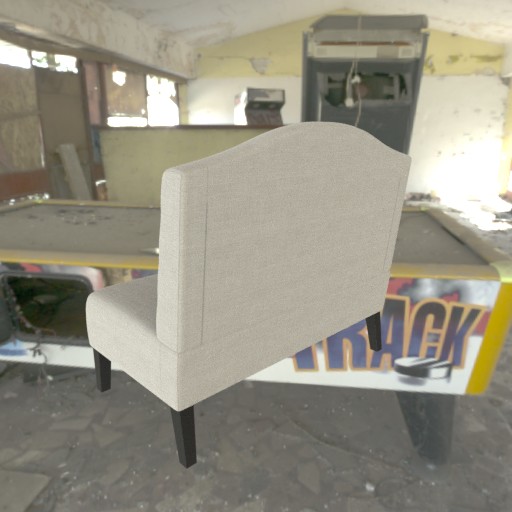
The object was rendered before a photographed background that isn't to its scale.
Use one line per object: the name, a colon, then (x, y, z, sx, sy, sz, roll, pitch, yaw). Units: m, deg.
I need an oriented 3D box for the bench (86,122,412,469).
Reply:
bench: (0.000, 0.000, 2.057, 1.335, 1.180, 0.815, -14, 21, -42)
